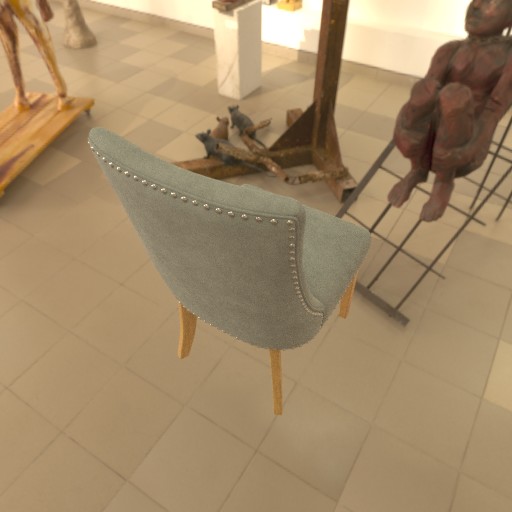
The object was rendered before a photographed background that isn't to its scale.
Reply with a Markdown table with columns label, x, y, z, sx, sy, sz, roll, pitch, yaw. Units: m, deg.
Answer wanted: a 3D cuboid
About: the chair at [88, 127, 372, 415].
| label | x | y | z | sx | sy | sz | roll | pitch | yaw |
| --- | --- | --- | --- | --- | --- | --- | --- | --- | --- |
| chair | 0.000 | 0.000 | 1.248 | 0.495 | 0.902 | 0.610 | 24 | 50 | 22 |
